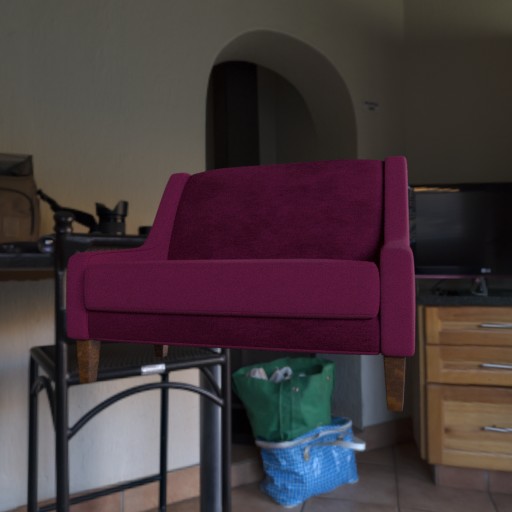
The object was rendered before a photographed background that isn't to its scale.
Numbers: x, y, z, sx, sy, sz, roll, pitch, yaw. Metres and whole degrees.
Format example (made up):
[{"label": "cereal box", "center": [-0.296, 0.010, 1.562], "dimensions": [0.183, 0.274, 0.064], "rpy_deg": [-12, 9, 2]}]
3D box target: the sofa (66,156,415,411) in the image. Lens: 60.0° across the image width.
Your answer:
[{"label": "sofa", "center": [0.000, 0.000, 1.880], "dimensions": [1.242, 0.976, 0.946], "rpy_deg": [-1, -2, 18]}]
